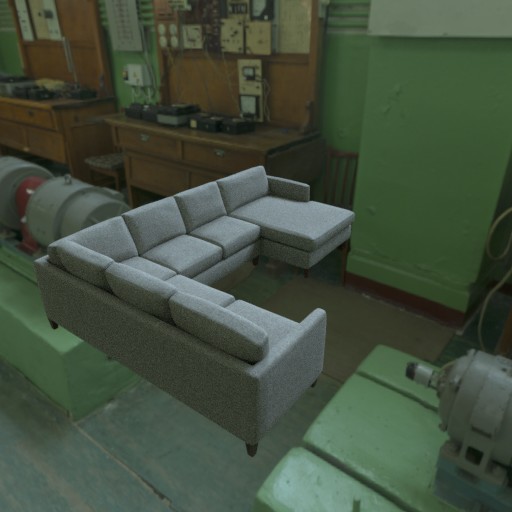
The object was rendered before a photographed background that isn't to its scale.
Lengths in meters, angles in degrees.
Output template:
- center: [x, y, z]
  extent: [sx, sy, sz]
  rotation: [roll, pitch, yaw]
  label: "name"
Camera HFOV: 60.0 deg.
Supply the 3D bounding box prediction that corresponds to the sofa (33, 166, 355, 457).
- center: [0.000, 0.000, 4.686]
  extent: [2.593, 0.959, 3.460]
  rotation: [19, 33, 32]
  label: "sofa"
